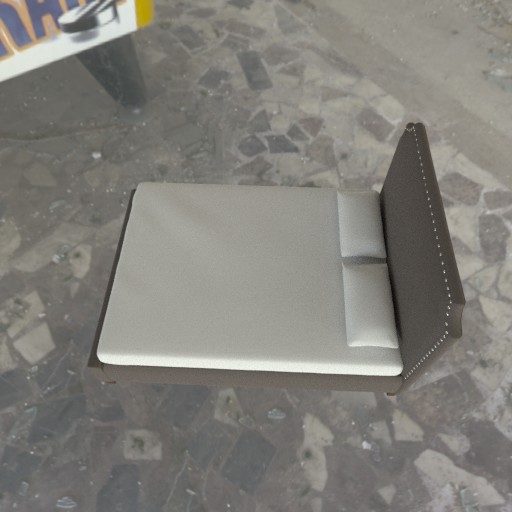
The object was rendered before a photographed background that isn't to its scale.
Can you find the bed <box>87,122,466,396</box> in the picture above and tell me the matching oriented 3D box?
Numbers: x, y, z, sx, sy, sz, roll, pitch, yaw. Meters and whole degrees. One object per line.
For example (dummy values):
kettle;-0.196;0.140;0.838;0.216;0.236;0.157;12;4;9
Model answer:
bed;0.000;0.000;3.376;2.372;1.443;1.713;2;58;1
